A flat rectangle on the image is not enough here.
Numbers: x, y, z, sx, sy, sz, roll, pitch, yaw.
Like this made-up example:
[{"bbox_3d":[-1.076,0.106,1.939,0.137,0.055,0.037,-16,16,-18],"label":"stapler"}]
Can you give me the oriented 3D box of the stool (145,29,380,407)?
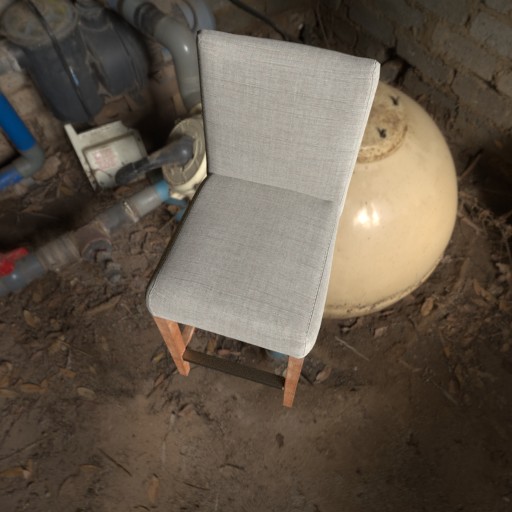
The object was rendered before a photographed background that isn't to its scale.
[{"bbox_3d":[0.000,0.000,1.311,0.454,1.039,0.567,14,59,9],"label":"stool"}]
